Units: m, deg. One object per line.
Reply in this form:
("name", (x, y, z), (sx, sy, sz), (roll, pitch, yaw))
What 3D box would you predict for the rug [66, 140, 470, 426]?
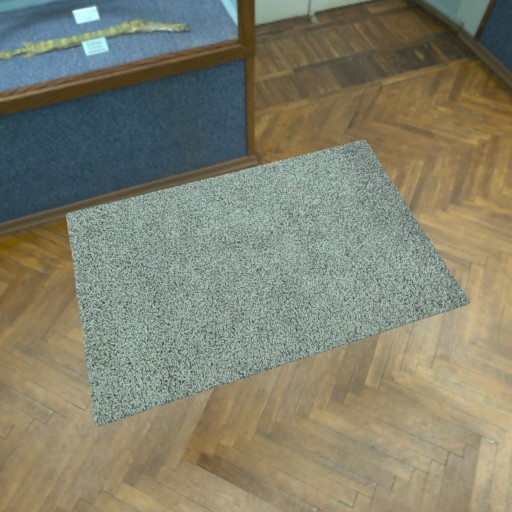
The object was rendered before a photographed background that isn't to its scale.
("rug", (0.000, 0.000, 3.477), (2.743, 0.030, 1.778), (-16, 60, -10))
